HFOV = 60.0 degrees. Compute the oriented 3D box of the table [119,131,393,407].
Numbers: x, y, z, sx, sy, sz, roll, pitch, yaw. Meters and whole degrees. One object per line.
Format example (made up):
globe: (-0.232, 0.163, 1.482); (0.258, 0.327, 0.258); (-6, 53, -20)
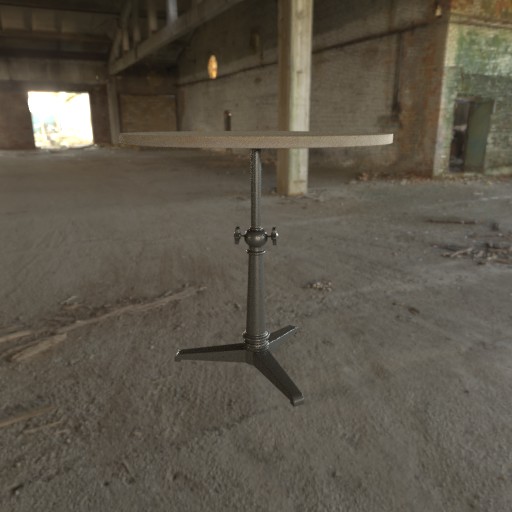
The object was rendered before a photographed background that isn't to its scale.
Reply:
table: (0.000, 0.000, 1.458); (0.800, 0.780, 0.800); (0, 17, 0)
